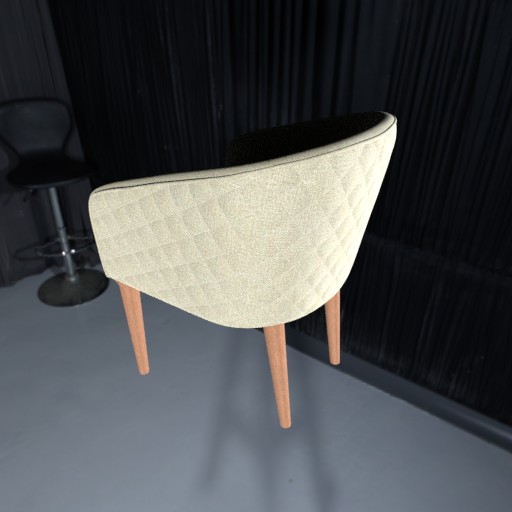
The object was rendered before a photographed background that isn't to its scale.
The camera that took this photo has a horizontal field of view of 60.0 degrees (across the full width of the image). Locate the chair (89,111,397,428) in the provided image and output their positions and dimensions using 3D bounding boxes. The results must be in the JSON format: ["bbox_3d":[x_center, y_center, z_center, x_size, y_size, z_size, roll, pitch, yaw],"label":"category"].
[{"bbox_3d":[0.000,0.000,1.206,0.616,0.775,0.584,20,36,30],"label":"chair"}]
